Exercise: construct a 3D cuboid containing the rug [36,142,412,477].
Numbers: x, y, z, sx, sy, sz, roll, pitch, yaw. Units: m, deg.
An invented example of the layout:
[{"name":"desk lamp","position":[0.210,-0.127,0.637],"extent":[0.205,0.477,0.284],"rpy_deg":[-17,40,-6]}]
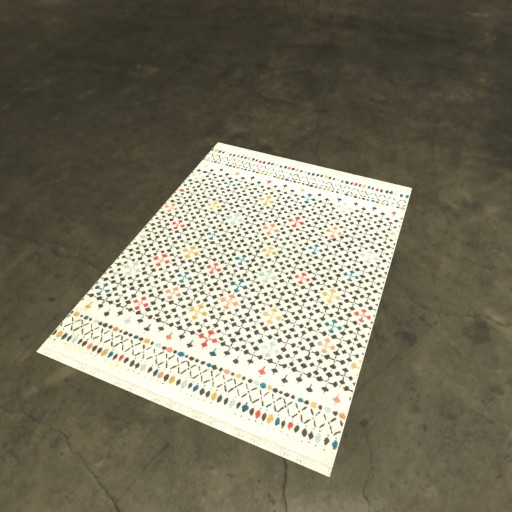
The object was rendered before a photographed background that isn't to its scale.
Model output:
[{"name":"rug","position":[0.000,0.000,2.015],"extent":[1.146,0.006,1.556],"rpy_deg":[17,49,15]}]
